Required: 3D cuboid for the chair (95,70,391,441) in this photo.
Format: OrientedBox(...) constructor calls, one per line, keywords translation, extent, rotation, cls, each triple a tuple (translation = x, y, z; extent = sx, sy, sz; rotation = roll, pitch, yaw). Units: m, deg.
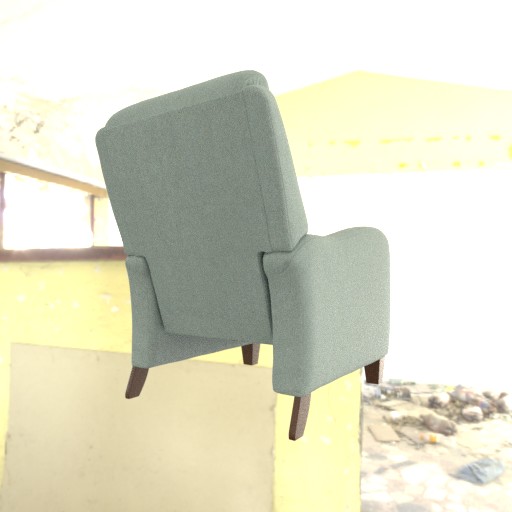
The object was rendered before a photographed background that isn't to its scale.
OrientedBox(translation=(0.000, 0.000, 1.737), extent=(0.785, 1.067, 0.988), rotation=(-1, -2, 35), cls="chair")
